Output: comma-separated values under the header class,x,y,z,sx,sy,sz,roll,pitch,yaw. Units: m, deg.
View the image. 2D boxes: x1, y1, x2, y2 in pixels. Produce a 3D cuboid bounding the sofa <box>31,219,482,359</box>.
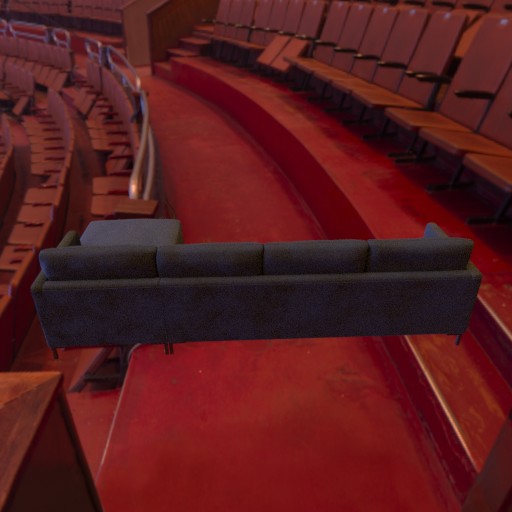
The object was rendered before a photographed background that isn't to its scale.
class,x,y,z,sx,sy,sz,roll,pitch,yaw
sofa,0.000,0.000,3.229,2.725,0.756,1.255,-1,30,-2
